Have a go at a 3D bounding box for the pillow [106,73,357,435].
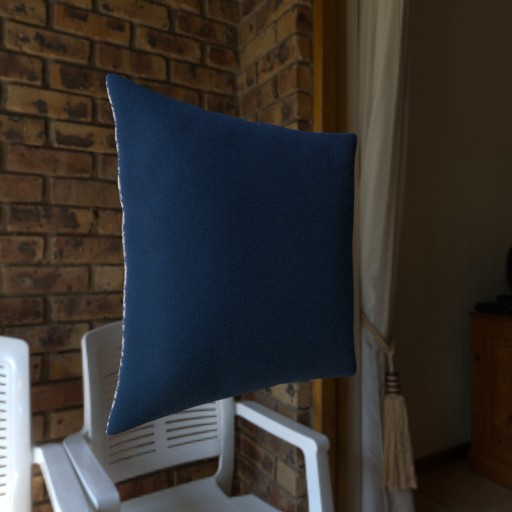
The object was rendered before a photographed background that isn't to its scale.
[{"bbox_3d":[0.000,0.000,0.776,0.523,0.510,0.166,0,0,-36],"label":"pillow"}]
